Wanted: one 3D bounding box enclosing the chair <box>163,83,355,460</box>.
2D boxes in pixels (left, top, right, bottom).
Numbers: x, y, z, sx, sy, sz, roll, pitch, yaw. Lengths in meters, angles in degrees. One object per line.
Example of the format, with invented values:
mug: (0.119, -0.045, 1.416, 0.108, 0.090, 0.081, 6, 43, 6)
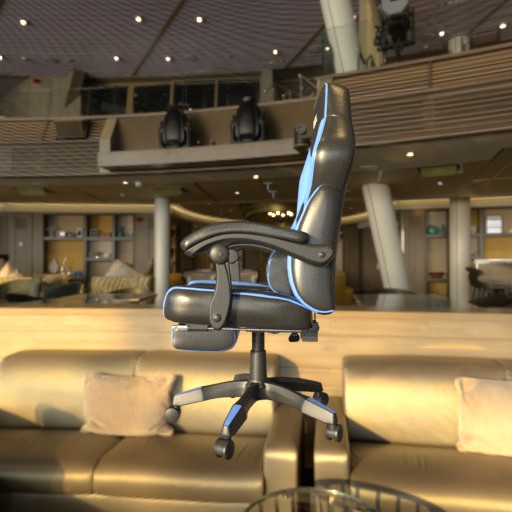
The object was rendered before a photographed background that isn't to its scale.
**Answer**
chair: (0.000, 0.000, 1.717, 0.700, 1.280, 0.700, 0, -1, 1)
